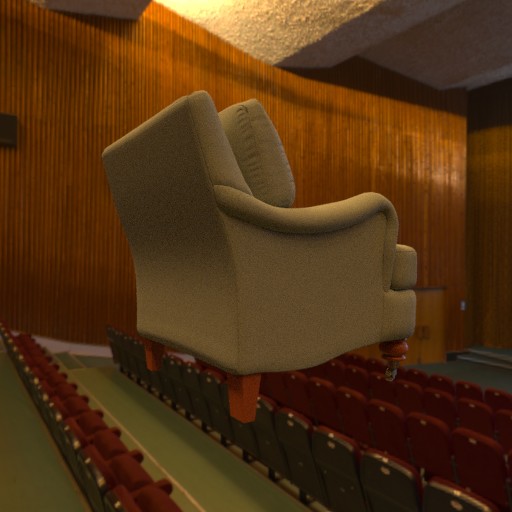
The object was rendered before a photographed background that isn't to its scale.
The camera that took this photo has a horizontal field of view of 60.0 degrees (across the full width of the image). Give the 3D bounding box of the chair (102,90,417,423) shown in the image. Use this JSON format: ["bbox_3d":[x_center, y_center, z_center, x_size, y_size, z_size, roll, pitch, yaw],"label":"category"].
[{"bbox_3d":[0.000,0.000,1.903,1.070,1.038,0.955,0,0,-35],"label":"chair"}]
